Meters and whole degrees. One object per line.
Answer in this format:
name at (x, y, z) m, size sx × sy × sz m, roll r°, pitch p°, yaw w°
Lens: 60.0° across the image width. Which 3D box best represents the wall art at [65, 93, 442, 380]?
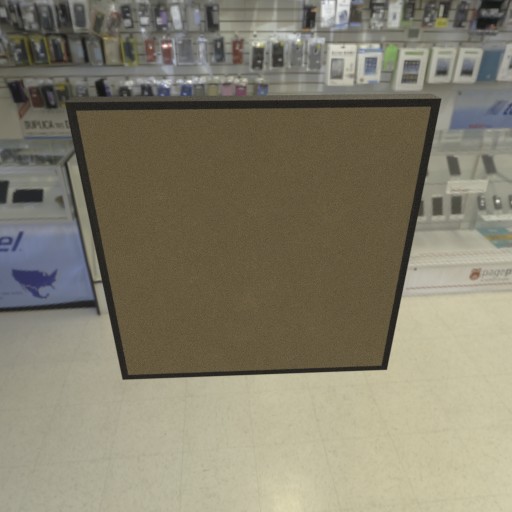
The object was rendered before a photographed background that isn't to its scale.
wall art at (0.000, 0.000, 0.741) m, size 0.509 × 0.507 × 0.037 m, roll -1°, pitch 30°, yaw -3°
